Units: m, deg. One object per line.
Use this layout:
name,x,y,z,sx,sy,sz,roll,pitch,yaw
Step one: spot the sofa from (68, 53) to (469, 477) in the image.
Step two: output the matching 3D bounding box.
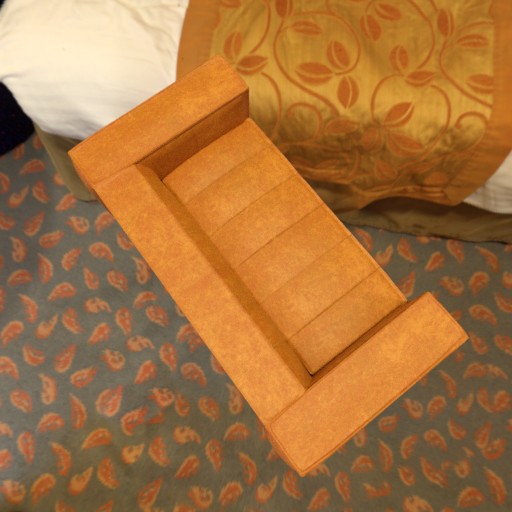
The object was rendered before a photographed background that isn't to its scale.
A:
sofa,0.000,0.000,2.592,1.102,0.703,2.088,-36,78,-9
